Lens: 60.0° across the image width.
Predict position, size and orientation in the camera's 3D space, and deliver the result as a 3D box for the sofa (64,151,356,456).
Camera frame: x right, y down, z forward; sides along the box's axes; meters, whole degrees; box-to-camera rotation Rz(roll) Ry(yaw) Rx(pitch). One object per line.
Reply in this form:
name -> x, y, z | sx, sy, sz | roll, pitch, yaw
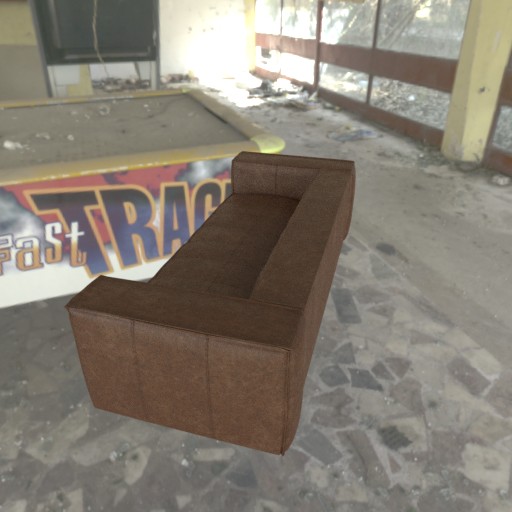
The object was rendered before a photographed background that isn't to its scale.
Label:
sofa -> 0.000, 0.000, 3.059 | 1.102, 0.701, 2.581 | 8, 30, 14
